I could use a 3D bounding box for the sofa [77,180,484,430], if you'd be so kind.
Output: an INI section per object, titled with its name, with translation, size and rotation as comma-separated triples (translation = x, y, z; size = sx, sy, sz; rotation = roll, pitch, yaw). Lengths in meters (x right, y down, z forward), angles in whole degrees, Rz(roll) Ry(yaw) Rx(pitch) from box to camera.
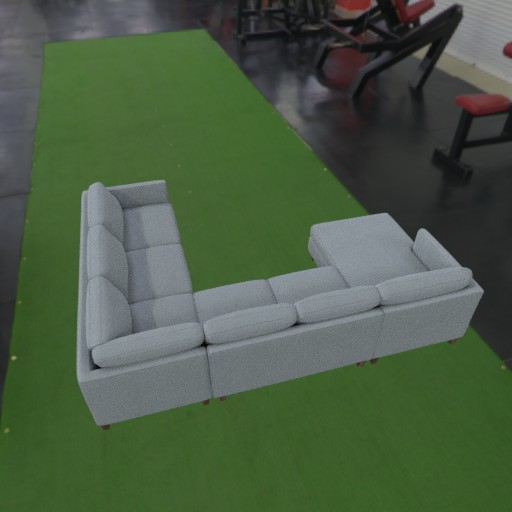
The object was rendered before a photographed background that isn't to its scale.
[sofa]
translation = 0.000, 0.000, 4.391
size = 3.238, 0.853, 2.551
rotation = -10, 42, -12
